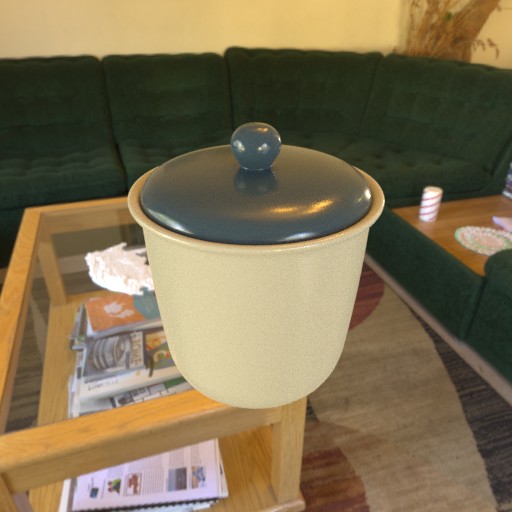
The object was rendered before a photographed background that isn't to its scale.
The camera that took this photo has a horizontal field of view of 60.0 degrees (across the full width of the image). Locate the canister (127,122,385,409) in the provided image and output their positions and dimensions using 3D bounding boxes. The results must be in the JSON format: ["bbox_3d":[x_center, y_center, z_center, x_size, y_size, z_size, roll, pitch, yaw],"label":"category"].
[{"bbox_3d":[0.000,0.000,0.353,0.182,0.208,0.182,0,31,0],"label":"canister"}]
